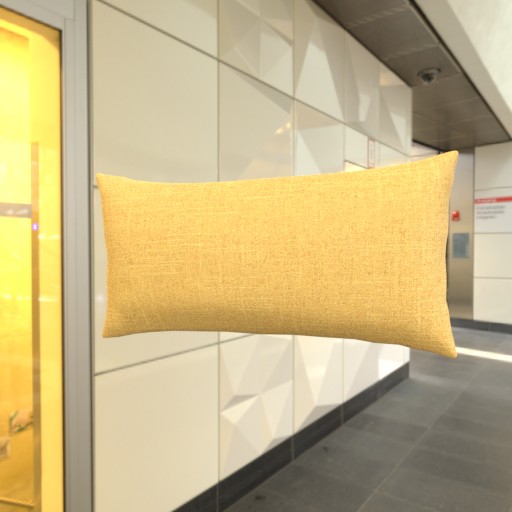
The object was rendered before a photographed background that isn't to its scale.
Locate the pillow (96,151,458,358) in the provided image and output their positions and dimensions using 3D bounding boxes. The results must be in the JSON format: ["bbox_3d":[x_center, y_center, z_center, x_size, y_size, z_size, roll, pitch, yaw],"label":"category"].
[{"bbox_3d":[0.000,0.000,1.029,0.859,0.429,0.197,0,1,17],"label":"pillow"}]
